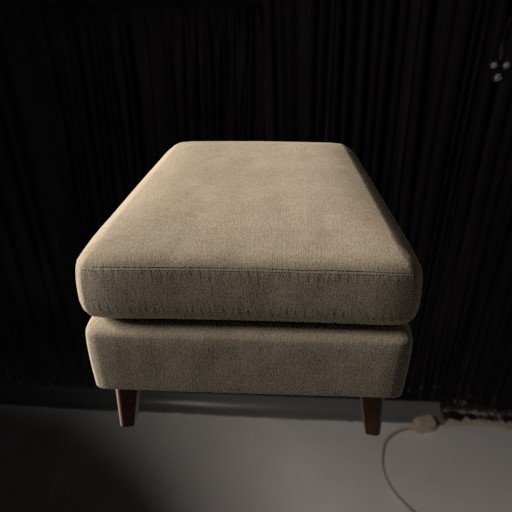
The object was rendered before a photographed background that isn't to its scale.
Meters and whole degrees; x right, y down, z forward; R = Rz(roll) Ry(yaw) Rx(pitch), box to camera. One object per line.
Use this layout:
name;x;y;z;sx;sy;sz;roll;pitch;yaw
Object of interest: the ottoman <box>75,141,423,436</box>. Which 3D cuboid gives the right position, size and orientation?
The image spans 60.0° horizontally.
ottoman;0.000;0.000;1.180;0.610;0.478;0.823;1;27;2
